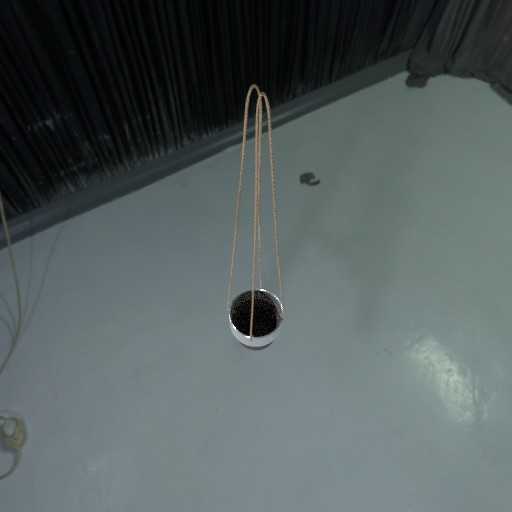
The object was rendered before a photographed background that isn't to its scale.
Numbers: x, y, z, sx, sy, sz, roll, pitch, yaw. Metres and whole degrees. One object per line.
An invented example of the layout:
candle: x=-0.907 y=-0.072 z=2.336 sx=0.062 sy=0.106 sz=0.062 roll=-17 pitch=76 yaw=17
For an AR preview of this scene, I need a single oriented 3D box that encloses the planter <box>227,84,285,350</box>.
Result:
planter: x=0.000 y=0.000 z=1.189 sx=0.187 sy=1.073 sz=0.187 roll=-31 pitch=63 yaw=-17
